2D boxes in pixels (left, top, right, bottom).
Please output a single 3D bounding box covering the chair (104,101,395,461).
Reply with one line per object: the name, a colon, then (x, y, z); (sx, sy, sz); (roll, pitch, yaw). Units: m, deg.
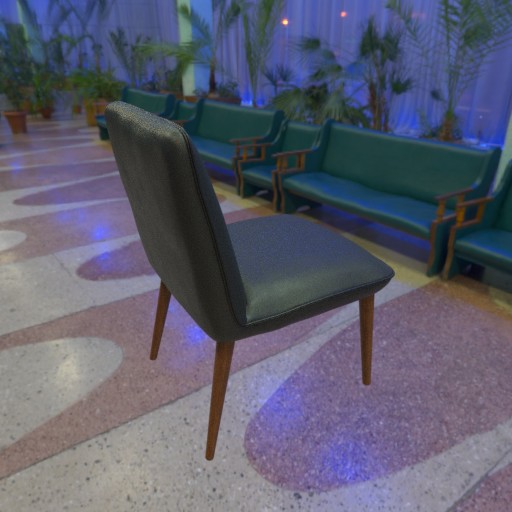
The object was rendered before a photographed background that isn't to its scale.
chair: (0.000, 0.000, 1.214); (0.645, 0.801, 0.543); (-17, 31, -31)
